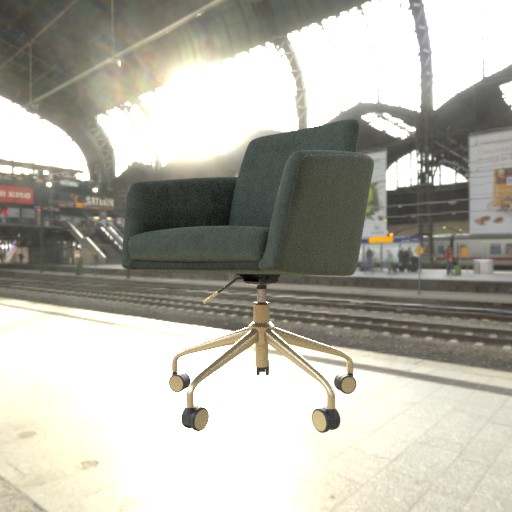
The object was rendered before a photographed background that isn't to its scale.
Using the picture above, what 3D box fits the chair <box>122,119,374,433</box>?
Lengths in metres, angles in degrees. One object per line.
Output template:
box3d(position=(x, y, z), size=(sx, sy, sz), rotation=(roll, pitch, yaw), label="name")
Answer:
box3d(position=(0.000, 0.000, 1.371), size=(0.641, 0.908, 0.635), rotation=(0, 0, 38), label="chair")
